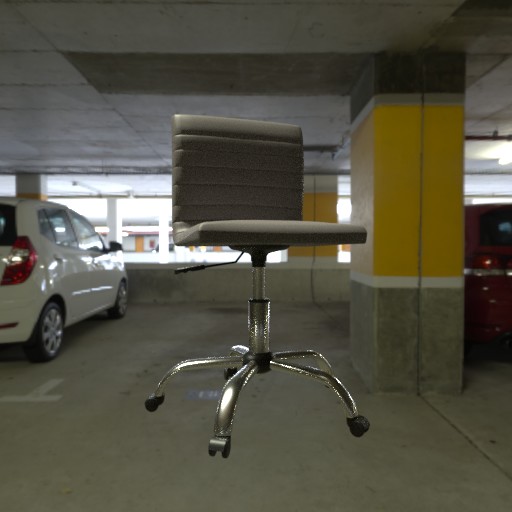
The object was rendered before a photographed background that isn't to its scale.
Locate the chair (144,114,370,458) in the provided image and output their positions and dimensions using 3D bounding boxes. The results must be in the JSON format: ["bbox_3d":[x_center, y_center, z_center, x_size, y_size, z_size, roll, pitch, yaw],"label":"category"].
[{"bbox_3d":[0.000,0.000,1.144,0.556,0.780,0.530,0,1,-19],"label":"chair"}]
